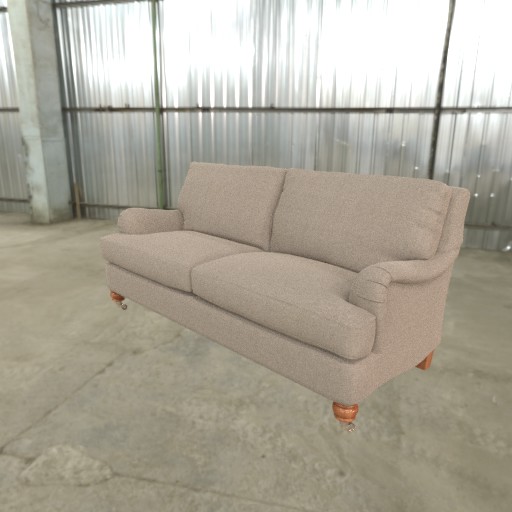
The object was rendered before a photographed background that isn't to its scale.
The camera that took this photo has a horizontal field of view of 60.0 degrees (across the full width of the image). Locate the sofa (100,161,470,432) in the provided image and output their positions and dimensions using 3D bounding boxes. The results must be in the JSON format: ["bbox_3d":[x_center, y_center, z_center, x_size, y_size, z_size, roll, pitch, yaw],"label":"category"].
[{"bbox_3d":[0.000,0.000,2.768,2.160,1.054,1.087,15,22,43],"label":"sofa"}]
